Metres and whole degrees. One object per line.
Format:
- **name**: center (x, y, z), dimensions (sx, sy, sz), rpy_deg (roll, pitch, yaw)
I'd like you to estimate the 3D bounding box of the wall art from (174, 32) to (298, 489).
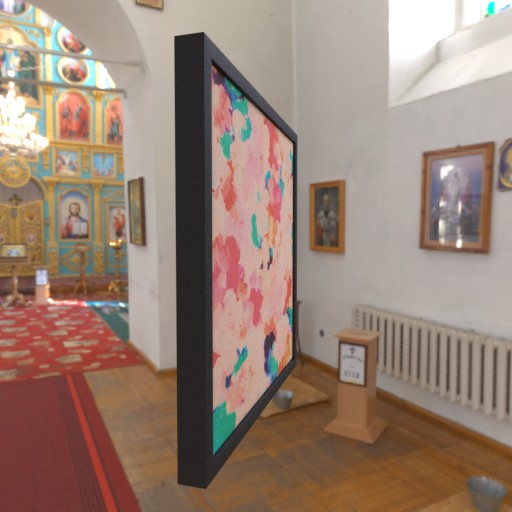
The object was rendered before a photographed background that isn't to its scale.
- **wall art**: center (0.000, 0.000, 0.734), dimensions (0.036, 0.503, 0.506), rpy_deg (1, 3, 17)
